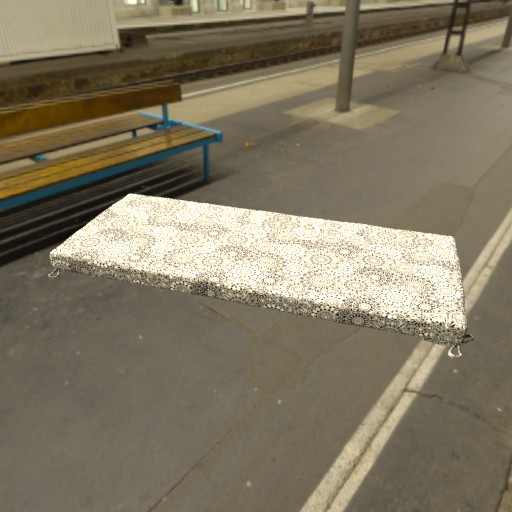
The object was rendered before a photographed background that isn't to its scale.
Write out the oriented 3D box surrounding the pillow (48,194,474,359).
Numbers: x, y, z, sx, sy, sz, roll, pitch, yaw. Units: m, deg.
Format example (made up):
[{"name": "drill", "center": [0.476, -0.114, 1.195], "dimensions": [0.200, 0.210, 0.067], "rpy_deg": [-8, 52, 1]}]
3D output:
[{"name": "pillow", "center": [0.000, 0.000, 1.330], "dimensions": [1.187, 0.081, 0.492], "rpy_deg": [9, 33, 14]}]
